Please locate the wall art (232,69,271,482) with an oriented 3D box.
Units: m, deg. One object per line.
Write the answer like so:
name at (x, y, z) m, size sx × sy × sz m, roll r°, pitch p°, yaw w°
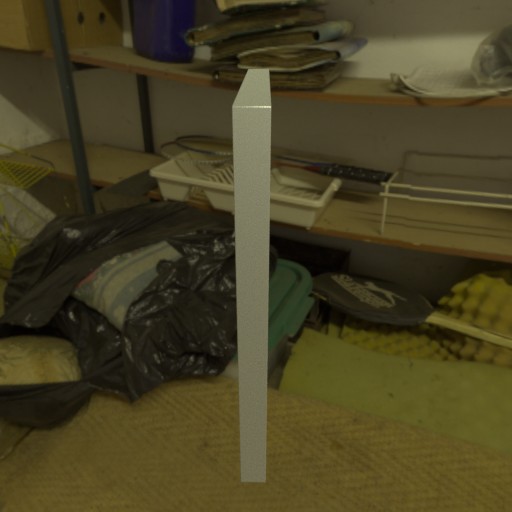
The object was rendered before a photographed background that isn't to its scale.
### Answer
wall art at (0.000, 0.000, 0.753) m, size 0.039 × 0.553 × 0.445 m, roll 1°, pitch 27°, yaw 1°
